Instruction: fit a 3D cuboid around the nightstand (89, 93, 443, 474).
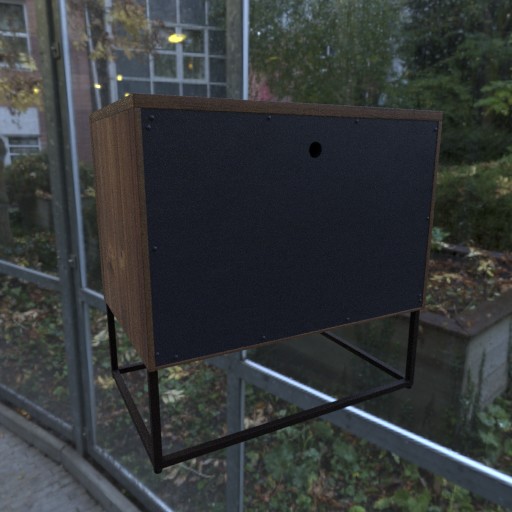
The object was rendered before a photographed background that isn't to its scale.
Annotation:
[{"bbox_3d":[0.000,0.000,0.993,0.610,0.610,0.437,-7,15,-27],"label":"nightstand"}]
